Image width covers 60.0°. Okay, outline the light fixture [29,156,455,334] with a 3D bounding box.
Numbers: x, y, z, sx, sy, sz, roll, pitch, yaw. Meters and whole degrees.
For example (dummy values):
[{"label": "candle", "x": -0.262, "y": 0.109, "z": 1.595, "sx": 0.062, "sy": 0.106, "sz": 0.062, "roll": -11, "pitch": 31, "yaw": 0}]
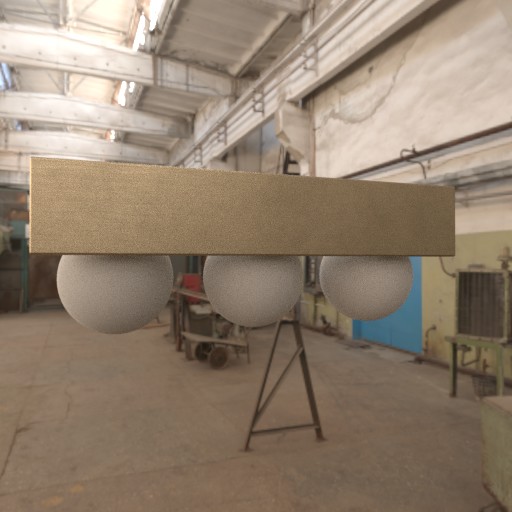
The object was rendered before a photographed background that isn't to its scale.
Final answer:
[{"label": "light fixture", "x": 0.000, "y": 0.000, "z": 0.816, "sx": 0.721, "sy": 0.263, "sz": 0.218, "roll": 0, "pitch": -1, "yaw": -20}]
